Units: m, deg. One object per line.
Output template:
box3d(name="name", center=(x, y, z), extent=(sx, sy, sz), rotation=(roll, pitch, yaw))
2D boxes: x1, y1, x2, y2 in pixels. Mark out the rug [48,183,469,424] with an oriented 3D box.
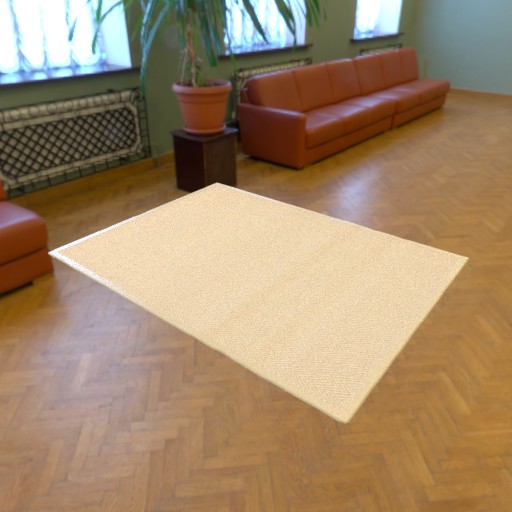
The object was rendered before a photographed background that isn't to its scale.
box3d(name="rug", center=(0.000, 0.000, 4.794), extent=(3.659, 0.037, 2.734), rotation=(22, 36, 32))
